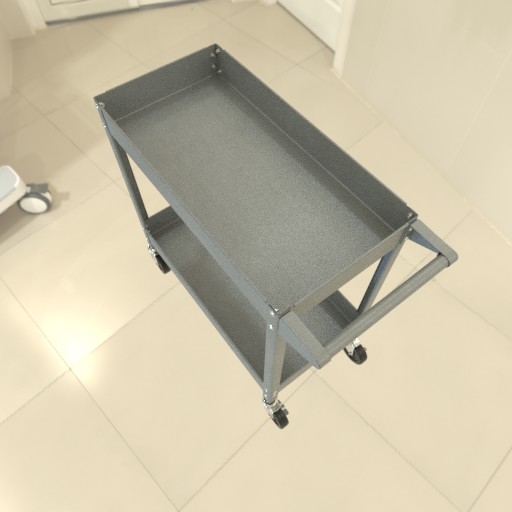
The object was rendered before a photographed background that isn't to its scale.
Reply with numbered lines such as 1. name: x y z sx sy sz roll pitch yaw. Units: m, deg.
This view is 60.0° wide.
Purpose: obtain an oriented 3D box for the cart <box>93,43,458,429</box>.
1. cart: 0.000 0.000 1.195 0.366 0.719 0.779 -33 64 -18
